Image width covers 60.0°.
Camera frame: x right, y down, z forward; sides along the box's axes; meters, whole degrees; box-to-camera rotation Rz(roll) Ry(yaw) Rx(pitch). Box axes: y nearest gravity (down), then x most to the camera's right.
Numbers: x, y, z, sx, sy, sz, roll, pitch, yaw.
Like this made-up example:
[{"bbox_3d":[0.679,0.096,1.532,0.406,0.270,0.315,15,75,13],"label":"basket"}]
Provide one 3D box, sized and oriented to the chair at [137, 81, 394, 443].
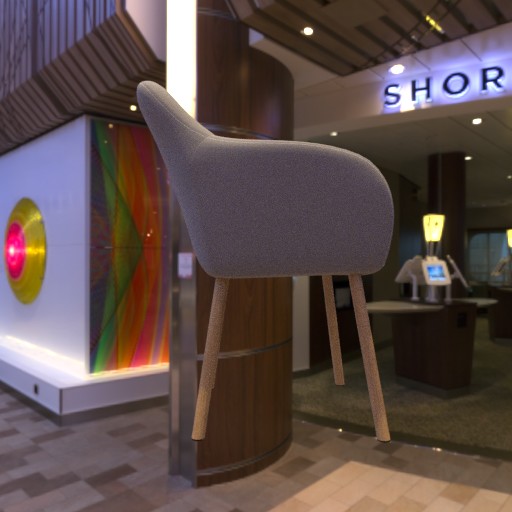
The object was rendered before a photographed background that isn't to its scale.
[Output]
[{"bbox_3d":[0.000,0.000,1.202,0.590,0.830,0.570,0,0,-2],"label":"chair"}]
